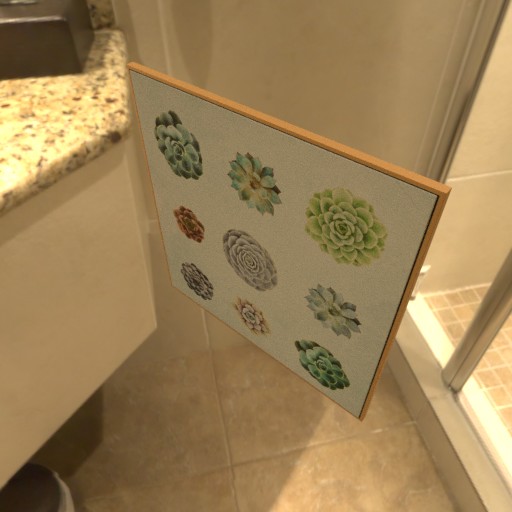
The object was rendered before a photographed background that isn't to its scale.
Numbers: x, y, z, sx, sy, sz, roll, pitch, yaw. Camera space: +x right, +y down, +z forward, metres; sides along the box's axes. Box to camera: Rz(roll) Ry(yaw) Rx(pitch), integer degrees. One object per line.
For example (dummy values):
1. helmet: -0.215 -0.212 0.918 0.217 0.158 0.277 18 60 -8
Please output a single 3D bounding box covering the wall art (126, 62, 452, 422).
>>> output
1. wall art: 0.000 0.000 0.665 0.457 0.455 0.013 31 52 27
